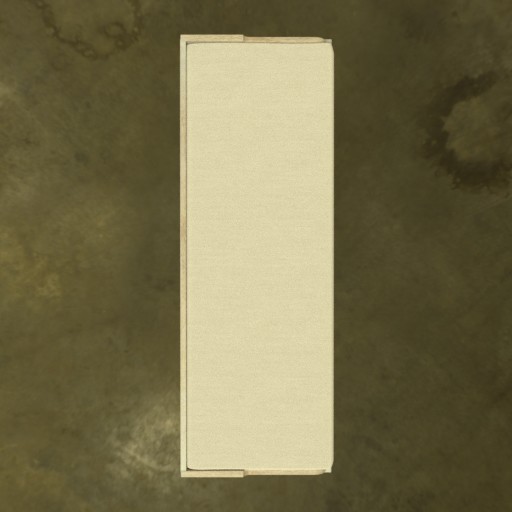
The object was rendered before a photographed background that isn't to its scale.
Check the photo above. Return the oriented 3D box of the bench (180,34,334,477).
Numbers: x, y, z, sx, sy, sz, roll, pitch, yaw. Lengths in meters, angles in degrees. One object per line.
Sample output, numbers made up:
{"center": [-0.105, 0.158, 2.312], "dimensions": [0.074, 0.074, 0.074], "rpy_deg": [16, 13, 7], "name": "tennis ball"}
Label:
{"center": [0.000, 0.000, 1.370], "dimensions": [0.398, 0.501, 1.140], "rpy_deg": [0, 90, 0], "name": "bench"}
